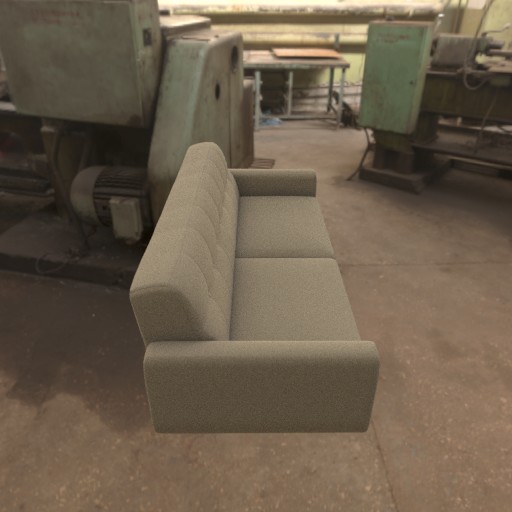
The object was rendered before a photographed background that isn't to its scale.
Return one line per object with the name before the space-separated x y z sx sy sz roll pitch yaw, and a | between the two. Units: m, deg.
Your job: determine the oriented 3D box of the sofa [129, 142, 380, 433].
sofa | 0.000 0.000 2.685 0.980 0.892 2.137 0 31 0
